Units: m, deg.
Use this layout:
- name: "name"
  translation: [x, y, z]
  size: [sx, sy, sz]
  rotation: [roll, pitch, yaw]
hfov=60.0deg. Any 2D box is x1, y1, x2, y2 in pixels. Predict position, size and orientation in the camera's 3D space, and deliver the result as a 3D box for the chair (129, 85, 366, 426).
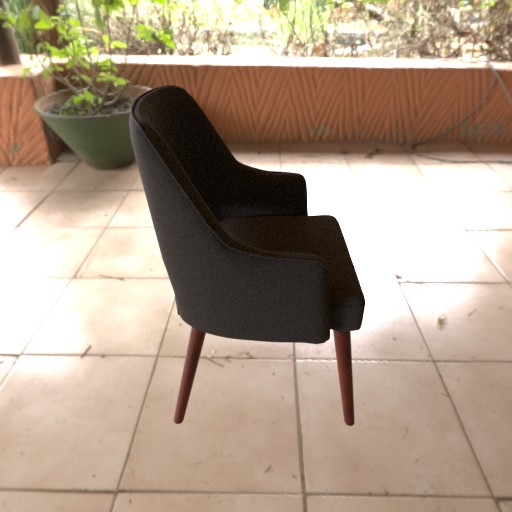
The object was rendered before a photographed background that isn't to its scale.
- name: "chair"
  translation: [0.000, 0.000, 1.221]
  size: [0.560, 0.838, 0.559]
  rotation: [0, 31, 0]
